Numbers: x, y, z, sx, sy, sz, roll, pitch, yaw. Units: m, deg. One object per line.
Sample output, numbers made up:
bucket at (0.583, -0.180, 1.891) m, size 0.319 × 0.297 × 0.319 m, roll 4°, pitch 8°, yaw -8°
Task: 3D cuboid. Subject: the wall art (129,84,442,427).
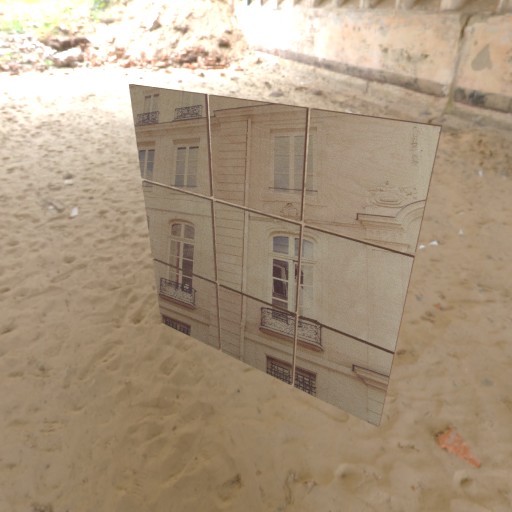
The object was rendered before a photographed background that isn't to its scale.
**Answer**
wall art at (0.000, 0.000, 1.808) m, size 1.221 × 1.218 × 0.024 m, roll 19°, pitch 35°, yaw 29°
